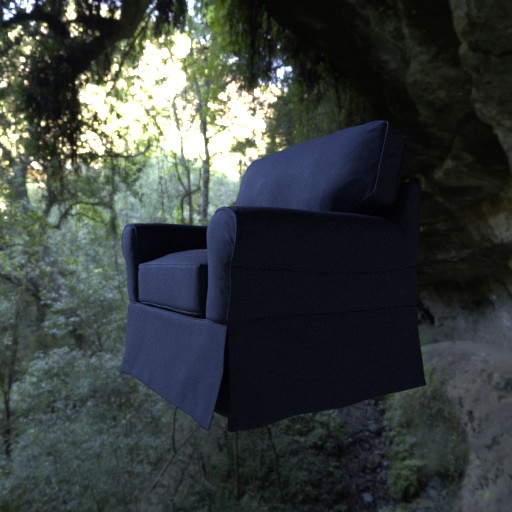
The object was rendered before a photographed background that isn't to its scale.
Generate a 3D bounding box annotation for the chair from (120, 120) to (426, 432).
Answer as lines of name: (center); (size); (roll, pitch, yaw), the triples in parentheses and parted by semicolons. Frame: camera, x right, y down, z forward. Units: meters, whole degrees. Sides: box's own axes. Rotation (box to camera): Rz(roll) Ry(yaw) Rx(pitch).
chair: (0.000, 0.000, 2.021); (1.002, 1.140, 1.119); (0, 0, -35)
